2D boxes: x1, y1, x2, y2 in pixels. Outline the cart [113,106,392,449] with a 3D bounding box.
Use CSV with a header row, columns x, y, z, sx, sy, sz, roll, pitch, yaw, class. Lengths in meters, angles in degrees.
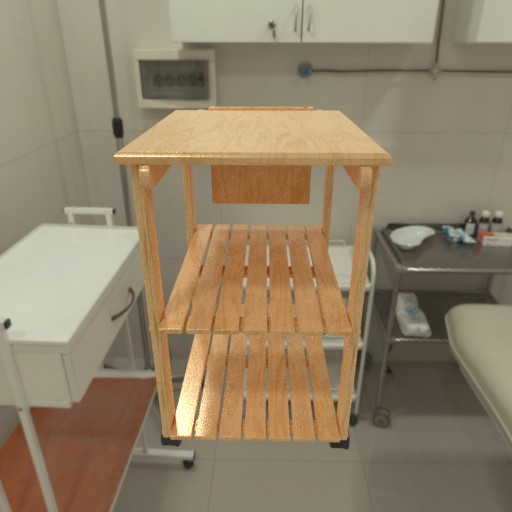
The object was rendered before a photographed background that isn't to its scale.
x,y,z,sx,sy,sz,roll,pitch,yaw,class
0.000,0.000,1.359,0.520,0.816,0.843,0,25,1,cart
